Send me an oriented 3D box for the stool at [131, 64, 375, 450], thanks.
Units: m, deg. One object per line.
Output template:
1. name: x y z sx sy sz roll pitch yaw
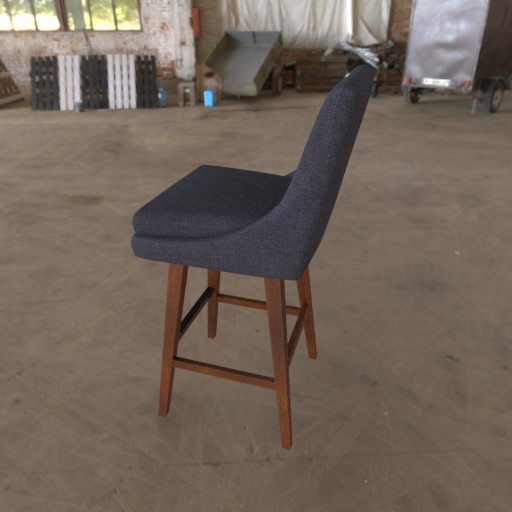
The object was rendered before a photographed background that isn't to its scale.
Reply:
1. stool: 0.000 0.000 1.360 0.572 1.068 0.489 8 30 15
